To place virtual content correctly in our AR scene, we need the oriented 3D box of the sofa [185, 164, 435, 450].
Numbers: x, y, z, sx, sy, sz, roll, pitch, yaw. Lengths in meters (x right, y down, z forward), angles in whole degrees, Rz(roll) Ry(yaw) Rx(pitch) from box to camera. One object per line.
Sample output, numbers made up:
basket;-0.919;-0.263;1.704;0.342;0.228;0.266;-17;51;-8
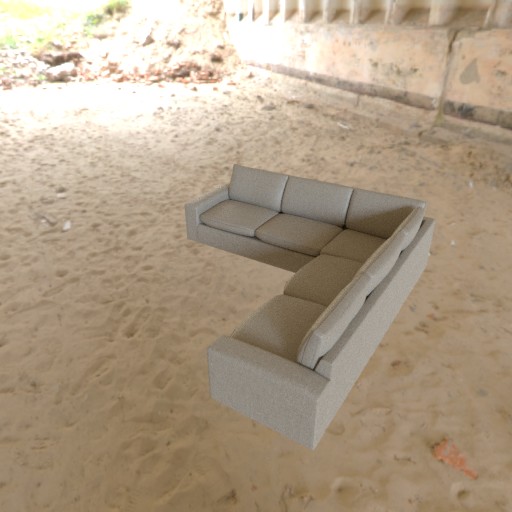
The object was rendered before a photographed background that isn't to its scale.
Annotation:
sofa;0.000;0.000;4.222;2.622;0.800;2.742;17;33;28
